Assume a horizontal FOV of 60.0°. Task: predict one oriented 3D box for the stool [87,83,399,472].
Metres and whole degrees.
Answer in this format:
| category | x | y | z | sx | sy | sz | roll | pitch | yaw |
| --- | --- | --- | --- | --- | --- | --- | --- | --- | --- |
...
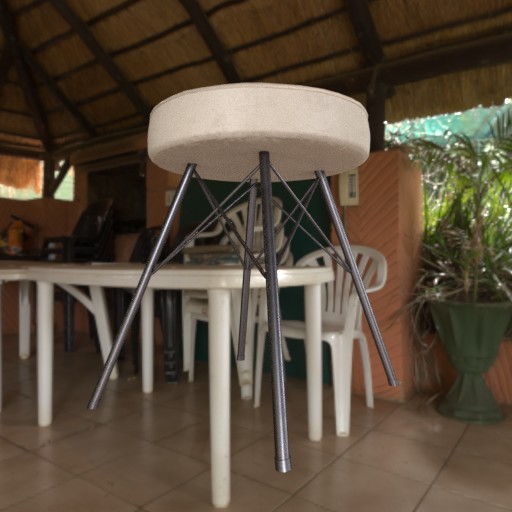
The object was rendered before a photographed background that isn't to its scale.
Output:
| category | x | y | z | sx | sy | sz | roll | pitch | yaw |
| --- | --- | --- | --- | --- | --- | --- | --- | --- | --- |
| stool | 0.000 | 0.000 | 0.850 | 0.423 | 0.538 | 0.457 | 0 | 0 | 35 |
